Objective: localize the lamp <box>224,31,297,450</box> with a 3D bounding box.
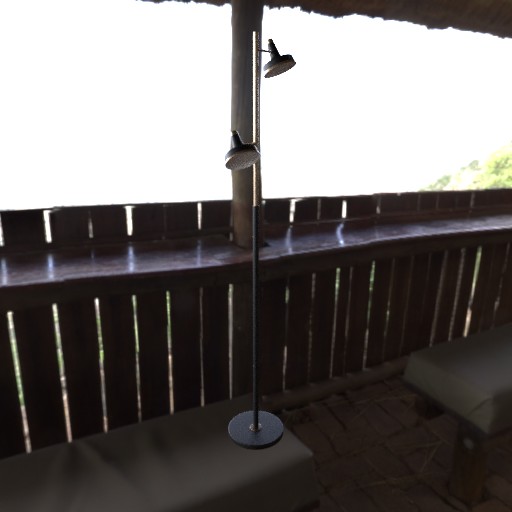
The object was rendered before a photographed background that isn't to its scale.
[{"bbox_3d":[0.000,0.000,1.819,0.253,1.674,0.351,14,21,41],"label":"lamp"}]
